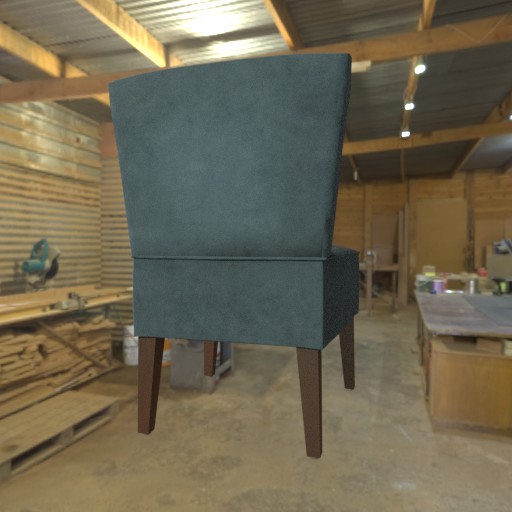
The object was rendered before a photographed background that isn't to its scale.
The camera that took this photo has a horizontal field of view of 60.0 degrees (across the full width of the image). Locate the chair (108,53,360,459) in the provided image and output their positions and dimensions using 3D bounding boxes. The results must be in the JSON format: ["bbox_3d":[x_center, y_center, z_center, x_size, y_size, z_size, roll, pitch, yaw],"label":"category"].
[{"bbox_3d":[0.000,0.000,1.156,0.521,0.806,0.551,1,2,17],"label":"chair"}]
